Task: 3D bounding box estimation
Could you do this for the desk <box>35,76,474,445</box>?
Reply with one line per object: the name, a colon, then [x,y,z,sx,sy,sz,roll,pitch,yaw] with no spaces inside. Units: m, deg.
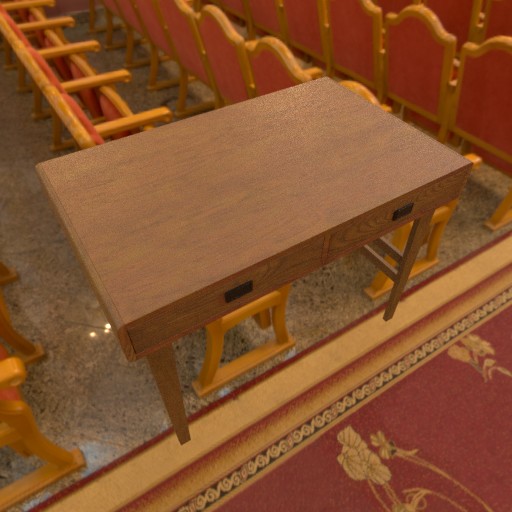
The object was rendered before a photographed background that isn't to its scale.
desk: [0.000,0.000,1.522,1.066,0.754,0.660,-25,51,-22]
